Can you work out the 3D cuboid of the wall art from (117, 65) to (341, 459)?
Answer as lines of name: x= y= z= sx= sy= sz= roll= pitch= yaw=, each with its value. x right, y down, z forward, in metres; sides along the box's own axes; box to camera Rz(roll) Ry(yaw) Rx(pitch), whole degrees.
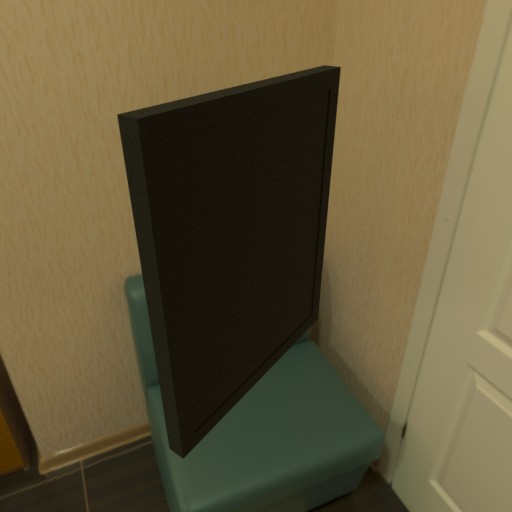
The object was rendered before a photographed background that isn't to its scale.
wall art: x=0.000 y=0.000 z=0.765 sx=0.033 sy=0.559 sz=0.457 roll=20 pitch=36 yaw=30
